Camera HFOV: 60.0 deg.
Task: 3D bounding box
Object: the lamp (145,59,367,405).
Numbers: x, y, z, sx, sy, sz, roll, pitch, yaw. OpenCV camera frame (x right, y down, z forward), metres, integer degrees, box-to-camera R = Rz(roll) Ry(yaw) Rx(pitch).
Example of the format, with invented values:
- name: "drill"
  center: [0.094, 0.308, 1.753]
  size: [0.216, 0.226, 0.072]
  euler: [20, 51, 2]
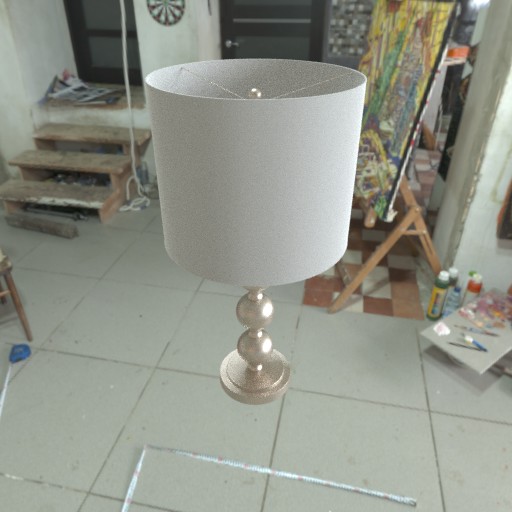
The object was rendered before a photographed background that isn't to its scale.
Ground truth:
- name: "lamp"
  center: [0.000, 0.000, 0.701]
  size: [0.277, 0.538, 0.277]
  euler: [-10, 33, -15]
